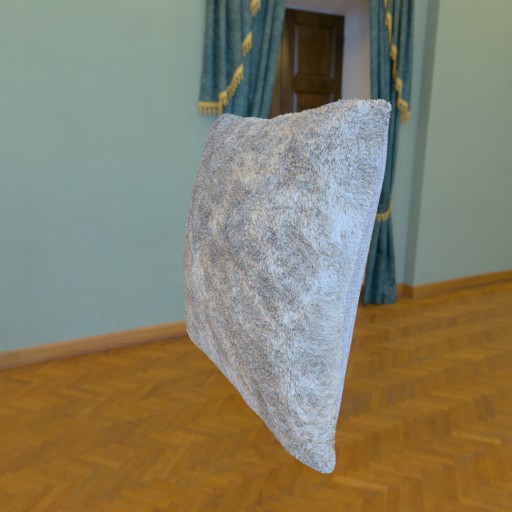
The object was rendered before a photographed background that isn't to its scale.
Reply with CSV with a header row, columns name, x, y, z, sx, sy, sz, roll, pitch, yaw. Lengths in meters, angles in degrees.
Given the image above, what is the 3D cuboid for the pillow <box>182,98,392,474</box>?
name,x,y,z,sx,sy,sz,roll,pitch,yaw
pillow,0.000,0.000,0.789,0.218,0.515,0.529,-7,16,-26
